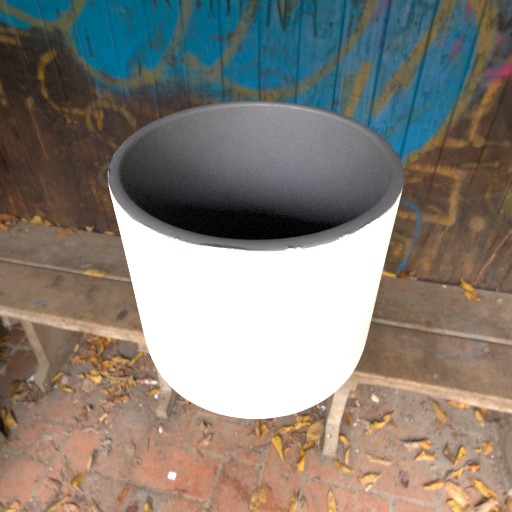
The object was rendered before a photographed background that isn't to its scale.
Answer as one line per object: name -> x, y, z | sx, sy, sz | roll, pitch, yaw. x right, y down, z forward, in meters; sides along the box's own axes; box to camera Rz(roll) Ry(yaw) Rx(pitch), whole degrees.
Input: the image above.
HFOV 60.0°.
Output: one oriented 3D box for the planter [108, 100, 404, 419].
planter -> 0.000, 0.000, 0.398 | 0.221, 0.201, 0.221 | 0, 41, 0
